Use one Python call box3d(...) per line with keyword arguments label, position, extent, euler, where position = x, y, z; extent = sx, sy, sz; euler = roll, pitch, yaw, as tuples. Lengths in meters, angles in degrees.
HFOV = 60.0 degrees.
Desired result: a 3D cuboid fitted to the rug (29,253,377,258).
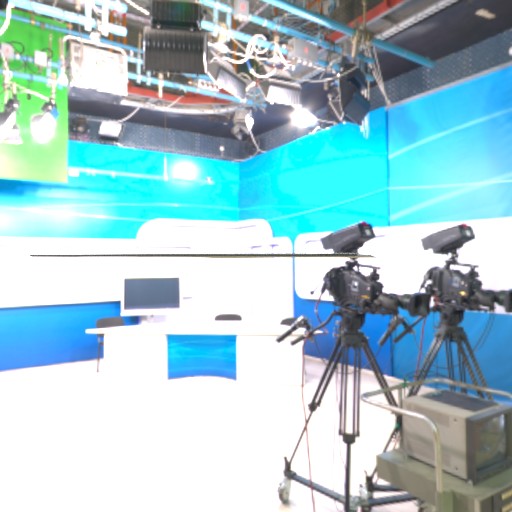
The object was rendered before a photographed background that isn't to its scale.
box3d(label="rug", position=(0.000, 0.000, 2.326), extent=(1.174, 0.022, 1.853), euler=(0, 0, 17))
